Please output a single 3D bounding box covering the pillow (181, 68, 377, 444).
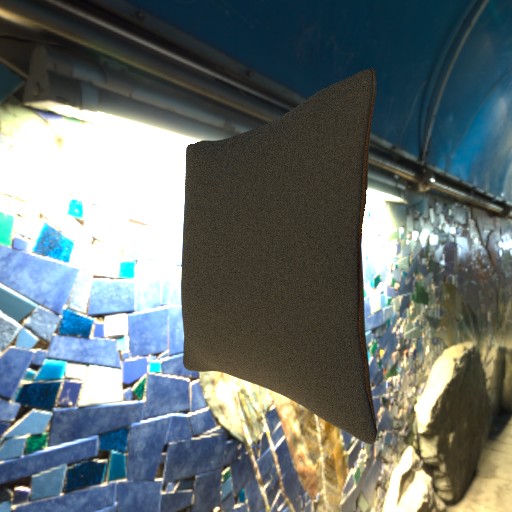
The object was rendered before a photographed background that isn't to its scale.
[{"bbox_3d":[0.000,0.000,0.657,0.136,0.419,0.437,0,0,-37],"label":"pillow"}]
